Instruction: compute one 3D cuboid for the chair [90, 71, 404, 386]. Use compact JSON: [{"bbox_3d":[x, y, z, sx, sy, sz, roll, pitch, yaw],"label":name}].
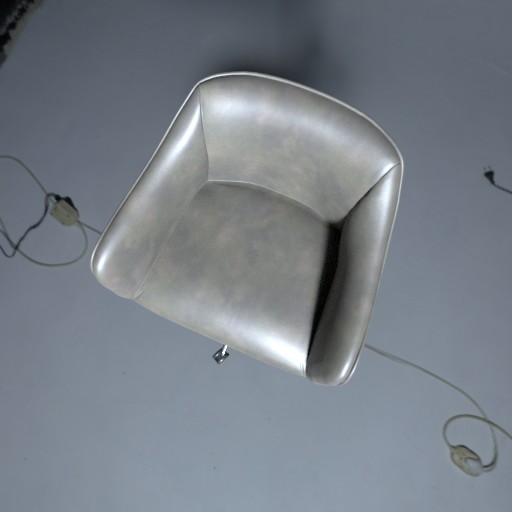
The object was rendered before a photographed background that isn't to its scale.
[{"bbox_3d":[0.000,0.000,1.342,0.713,0.827,0.689,23,77,6],"label":"chair"}]
